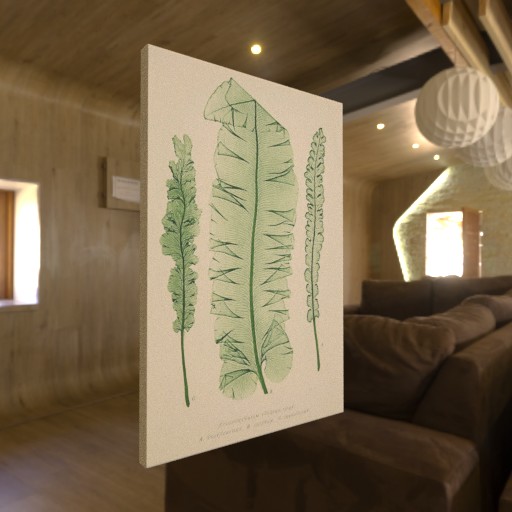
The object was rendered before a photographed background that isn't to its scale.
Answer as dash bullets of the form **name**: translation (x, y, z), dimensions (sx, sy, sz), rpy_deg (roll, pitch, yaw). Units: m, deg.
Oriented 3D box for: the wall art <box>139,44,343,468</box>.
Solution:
- **wall art**: translation (0.000, 0.000, 1.149), dimensions (0.610, 0.914, 0.038), rpy_deg (1, -1, -36)
